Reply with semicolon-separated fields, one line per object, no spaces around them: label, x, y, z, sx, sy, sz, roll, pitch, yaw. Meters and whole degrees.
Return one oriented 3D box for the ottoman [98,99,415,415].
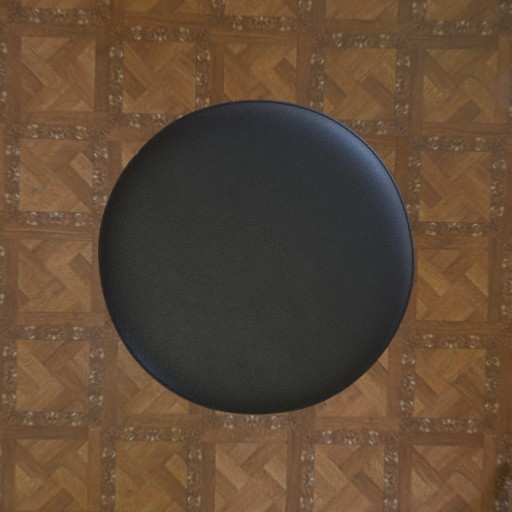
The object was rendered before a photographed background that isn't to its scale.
ottoman;0.000;0.000;0.860;0.501;0.409;0.501;0;91;0
